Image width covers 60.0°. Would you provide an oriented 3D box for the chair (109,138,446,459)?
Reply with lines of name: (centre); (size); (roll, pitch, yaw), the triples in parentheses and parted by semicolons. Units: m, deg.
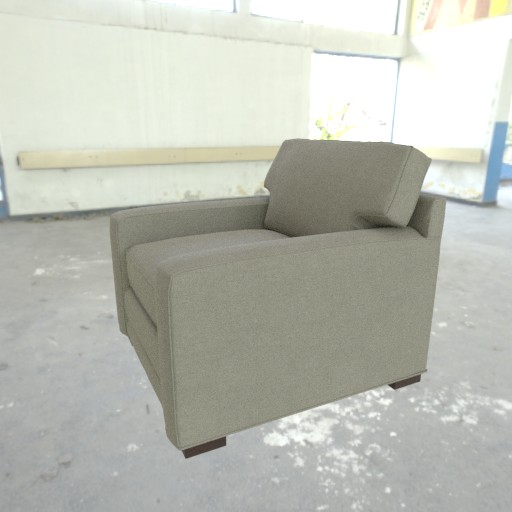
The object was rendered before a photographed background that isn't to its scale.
chair: (0.000, 0.000, 1.856); (1.044, 0.934, 0.999); (-8, 18, -25)
